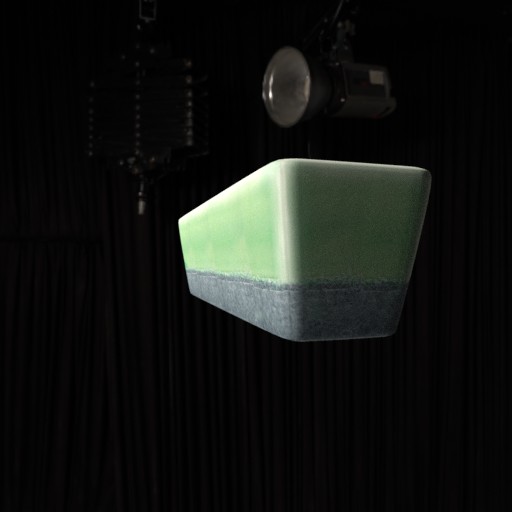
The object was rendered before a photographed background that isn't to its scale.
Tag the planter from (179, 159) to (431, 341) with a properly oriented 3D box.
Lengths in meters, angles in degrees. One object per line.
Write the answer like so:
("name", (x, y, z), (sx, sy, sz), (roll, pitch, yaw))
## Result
("planter", (0.000, 0.000, 0.301), (0.072, 0.072, 0.275), (0, 0, -17))
